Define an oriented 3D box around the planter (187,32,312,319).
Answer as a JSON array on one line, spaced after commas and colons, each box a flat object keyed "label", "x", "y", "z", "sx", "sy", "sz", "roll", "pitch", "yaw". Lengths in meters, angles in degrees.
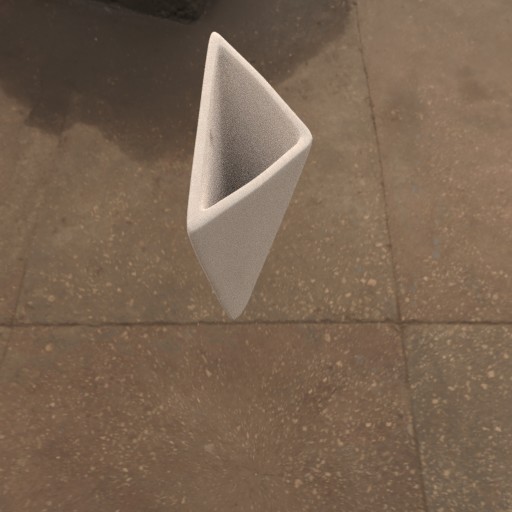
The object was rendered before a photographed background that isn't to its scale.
[{"label": "planter", "x": 0.000, "y": 0.000, "z": 0.393, "sx": 0.065, "sy": 0.338, "sz": 0.143, "roll": 2, "pitch": 64, "yaw": 1}]
